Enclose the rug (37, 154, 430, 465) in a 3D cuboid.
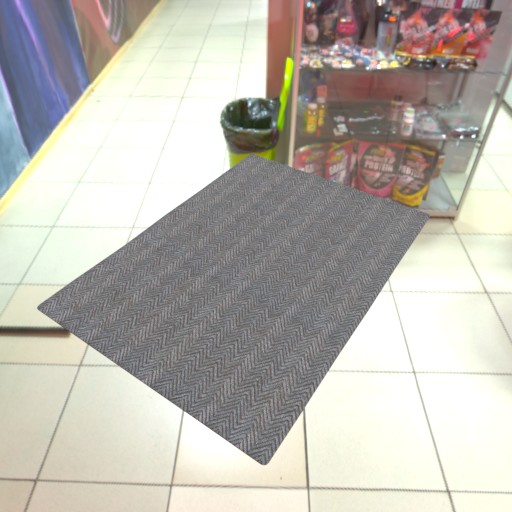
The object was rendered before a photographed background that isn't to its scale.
[{"bbox_3d":[0.000,0.000,5.250,2.894,0.011,3.957,25,47,25],"label":"rug"}]
